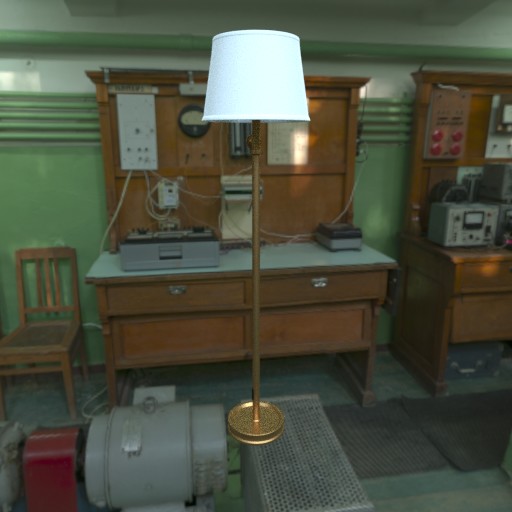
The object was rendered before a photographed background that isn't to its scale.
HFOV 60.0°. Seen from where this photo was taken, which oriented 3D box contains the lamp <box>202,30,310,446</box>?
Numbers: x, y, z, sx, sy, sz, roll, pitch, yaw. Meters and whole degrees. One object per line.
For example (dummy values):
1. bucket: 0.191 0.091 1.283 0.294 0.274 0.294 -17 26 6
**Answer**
1. lamp: 0.000 0.000 0.796 0.178 0.710 0.178 0 15 0
